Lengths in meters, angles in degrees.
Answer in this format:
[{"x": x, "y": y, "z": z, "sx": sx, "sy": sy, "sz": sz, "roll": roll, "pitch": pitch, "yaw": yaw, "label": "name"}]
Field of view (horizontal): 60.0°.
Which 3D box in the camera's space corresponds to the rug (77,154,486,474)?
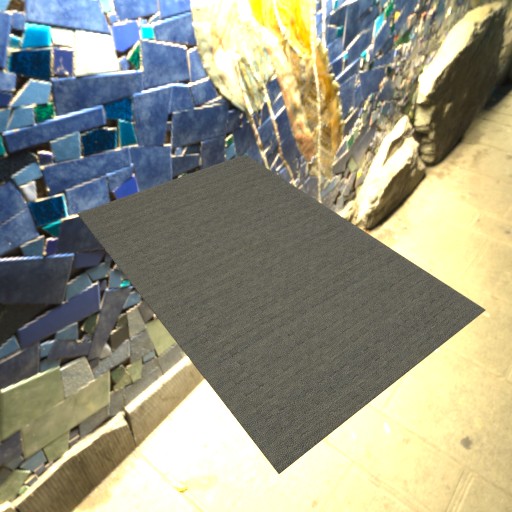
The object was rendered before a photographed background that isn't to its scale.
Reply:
[{"x": 0.000, "y": 0.000, "z": 2.169, "sx": 1.142, "sy": 0.006, "sz": 1.752, "roll": -26, "pitch": 47, "yaw": -27, "label": "rug"}]
